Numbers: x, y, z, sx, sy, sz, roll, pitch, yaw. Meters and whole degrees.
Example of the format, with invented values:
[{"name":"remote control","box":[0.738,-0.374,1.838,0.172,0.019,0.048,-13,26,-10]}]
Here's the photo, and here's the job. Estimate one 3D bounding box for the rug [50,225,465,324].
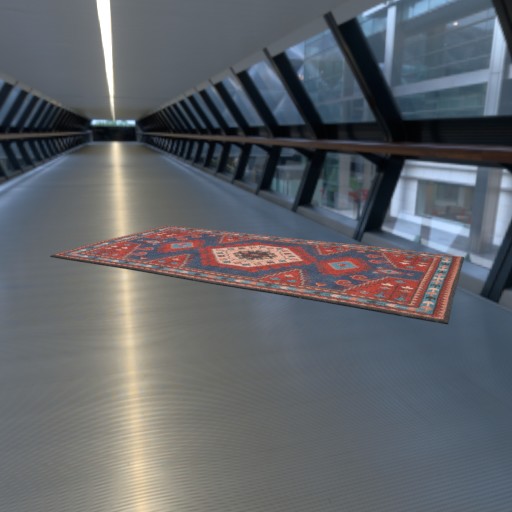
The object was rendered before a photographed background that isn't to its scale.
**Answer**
[{"name":"rug","box":[0.000,0.000,3.623,3.032,0.034,1.522,7,16,26]}]
